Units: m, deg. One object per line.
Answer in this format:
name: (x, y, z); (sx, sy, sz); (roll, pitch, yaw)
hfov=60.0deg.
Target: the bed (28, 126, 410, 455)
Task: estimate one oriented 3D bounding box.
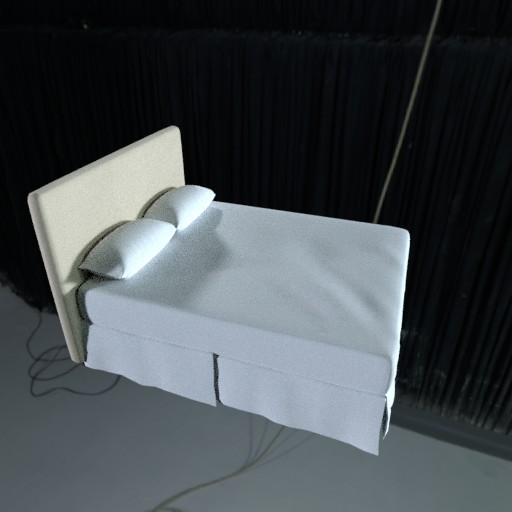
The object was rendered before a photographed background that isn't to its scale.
bed: (0.000, 0.000, 3.159); (2.142, 1.330, 1.723); (10, 32, 17)
